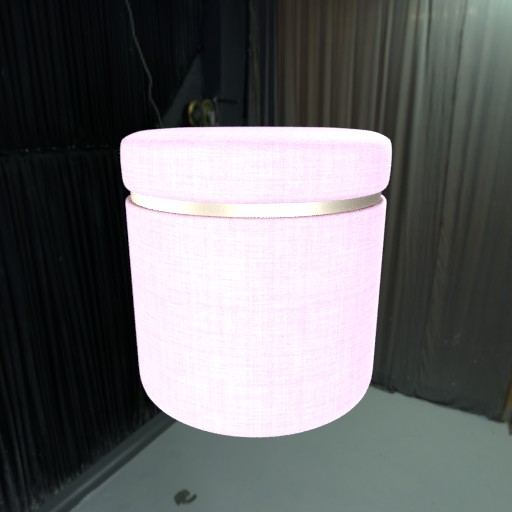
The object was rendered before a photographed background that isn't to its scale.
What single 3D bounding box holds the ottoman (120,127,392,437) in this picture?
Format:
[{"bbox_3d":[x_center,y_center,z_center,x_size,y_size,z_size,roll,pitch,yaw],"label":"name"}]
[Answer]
[{"bbox_3d":[0.000,0.000,0.727,0.400,0.406,0.400,0,16,0],"label":"ottoman"}]
